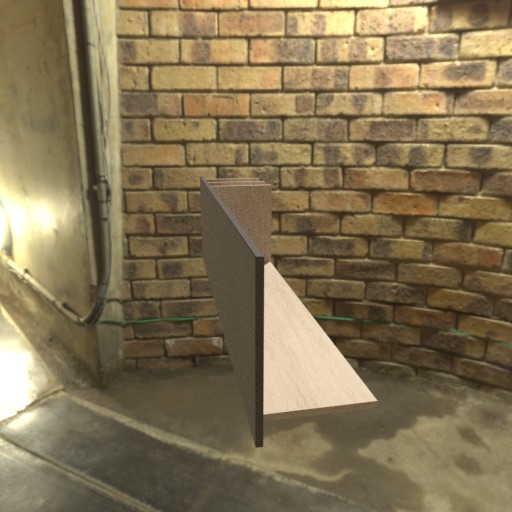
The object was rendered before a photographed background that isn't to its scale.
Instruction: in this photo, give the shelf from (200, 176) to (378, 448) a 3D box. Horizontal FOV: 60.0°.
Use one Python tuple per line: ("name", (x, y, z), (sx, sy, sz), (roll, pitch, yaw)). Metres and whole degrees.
("shelf", (0.000, 0.000, 1.124), (0.200, 0.300, 1.020), (-3, 17, -11))
